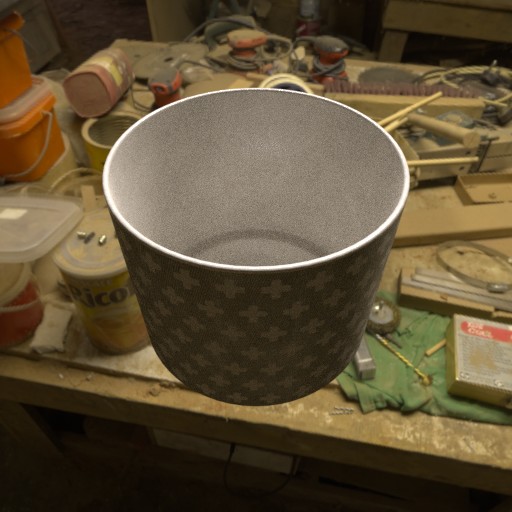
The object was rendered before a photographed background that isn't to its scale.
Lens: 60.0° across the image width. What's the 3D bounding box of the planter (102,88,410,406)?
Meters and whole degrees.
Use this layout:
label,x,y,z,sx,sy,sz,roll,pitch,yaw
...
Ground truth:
label,x,y,z,sx,sy,sz,roll,pitch,yaw
planter,0.000,0.000,0.346,0.190,0.181,0.190,0,47,0
